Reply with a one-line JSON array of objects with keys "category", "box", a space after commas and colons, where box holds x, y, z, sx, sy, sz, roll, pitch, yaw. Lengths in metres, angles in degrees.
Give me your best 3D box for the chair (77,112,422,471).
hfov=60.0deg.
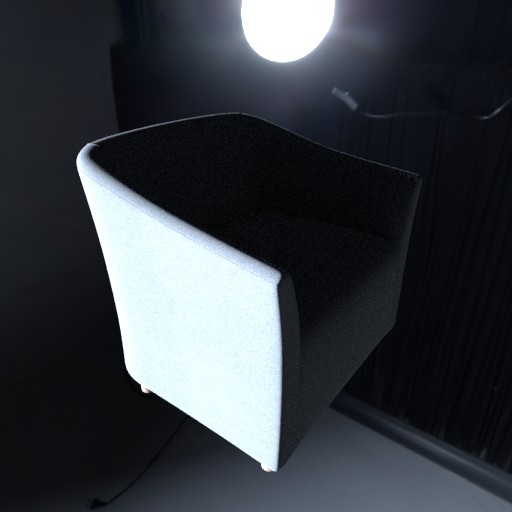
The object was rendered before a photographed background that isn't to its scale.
[{"category": "chair", "box": [0.000, 0.000, 1.338, 0.700, 0.720, 0.790, 19, 32, 32]}]
